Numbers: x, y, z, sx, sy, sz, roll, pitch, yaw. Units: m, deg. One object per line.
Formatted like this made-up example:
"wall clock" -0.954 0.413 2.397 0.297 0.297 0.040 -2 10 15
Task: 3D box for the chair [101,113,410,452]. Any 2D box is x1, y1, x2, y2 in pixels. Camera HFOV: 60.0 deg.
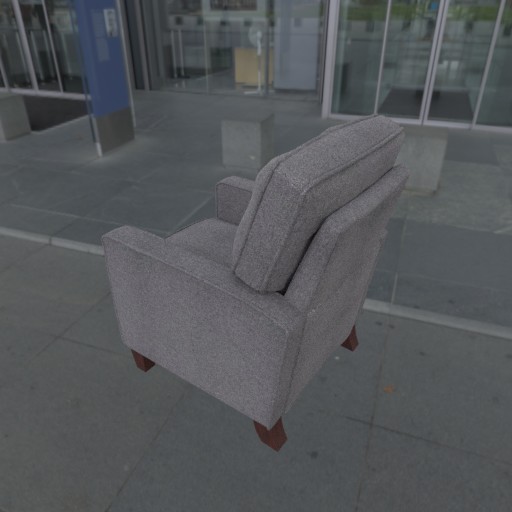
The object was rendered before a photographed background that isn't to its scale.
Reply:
"chair" 0.000 0.000 1.453 0.775 0.889 0.650 19 35 30
